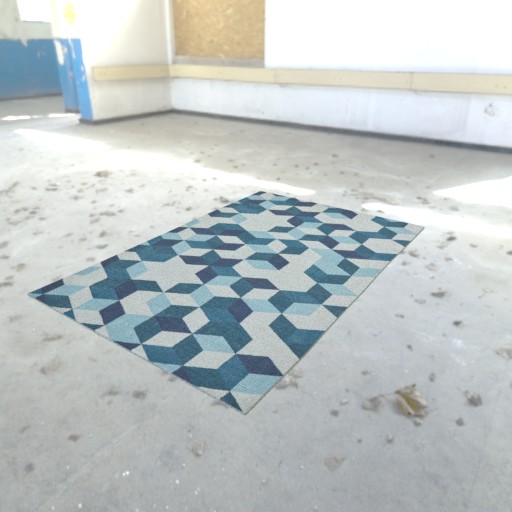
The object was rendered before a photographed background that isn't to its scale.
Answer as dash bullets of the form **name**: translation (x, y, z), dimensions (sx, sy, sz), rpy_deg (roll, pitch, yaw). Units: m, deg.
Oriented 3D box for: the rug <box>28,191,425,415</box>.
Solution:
- **rug**: translation (0.000, 0.000, 2.337), dimensions (1.235, 0.014, 1.829), rpy_deg (17, 31, 31)
